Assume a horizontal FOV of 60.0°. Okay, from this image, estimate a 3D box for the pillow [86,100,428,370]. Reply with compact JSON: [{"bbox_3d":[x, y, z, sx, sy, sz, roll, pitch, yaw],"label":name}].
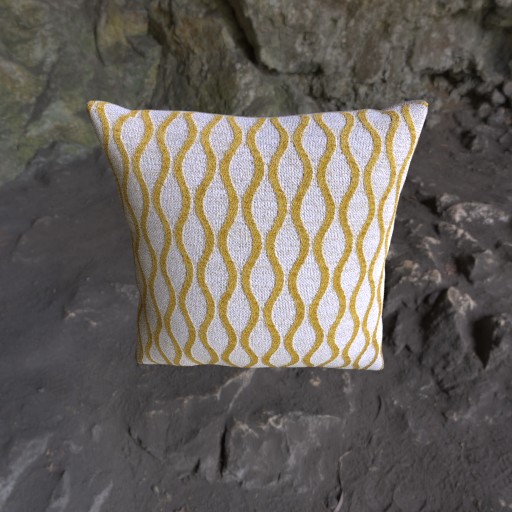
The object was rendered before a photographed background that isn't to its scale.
[{"bbox_3d":[0.000,0.000,0.648,0.429,0.436,0.159,1,29,1],"label":"pillow"}]
